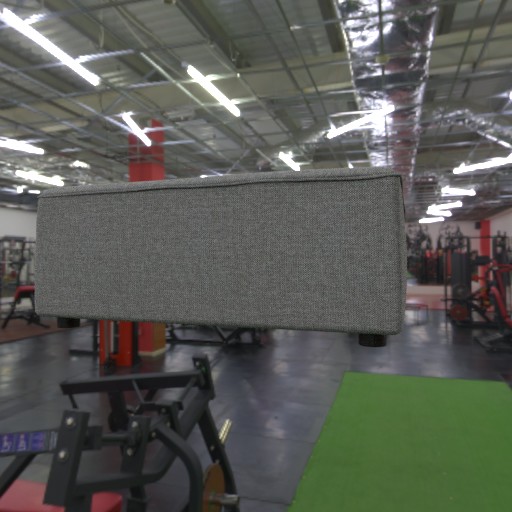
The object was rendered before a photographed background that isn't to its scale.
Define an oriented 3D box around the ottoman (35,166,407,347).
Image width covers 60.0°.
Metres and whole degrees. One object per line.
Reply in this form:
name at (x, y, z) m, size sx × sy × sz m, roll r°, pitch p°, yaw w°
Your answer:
ottoman at (0.000, 0.000, 1.571) m, size 1.017 × 0.423 × 1.023 m, roll 0°, pitch -1°, yaw 20°
